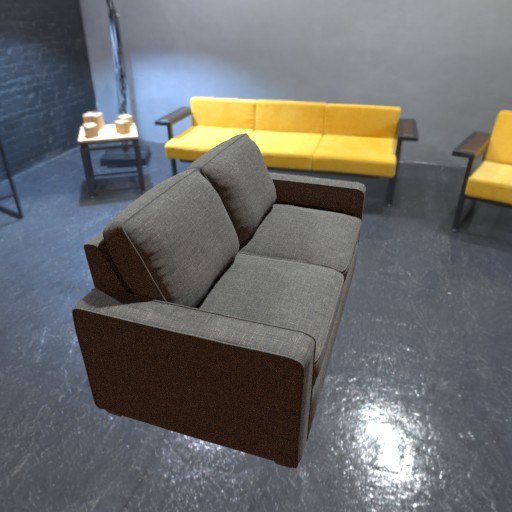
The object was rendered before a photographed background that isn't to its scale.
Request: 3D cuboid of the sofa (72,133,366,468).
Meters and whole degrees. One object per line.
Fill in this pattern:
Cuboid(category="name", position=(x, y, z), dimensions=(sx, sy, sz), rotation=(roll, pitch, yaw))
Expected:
Cuboid(category="sofa", position=(0.000, 0.000, 2.312), dimensions=(0.947, 0.918, 1.709), rotation=(10, 32, 16))
